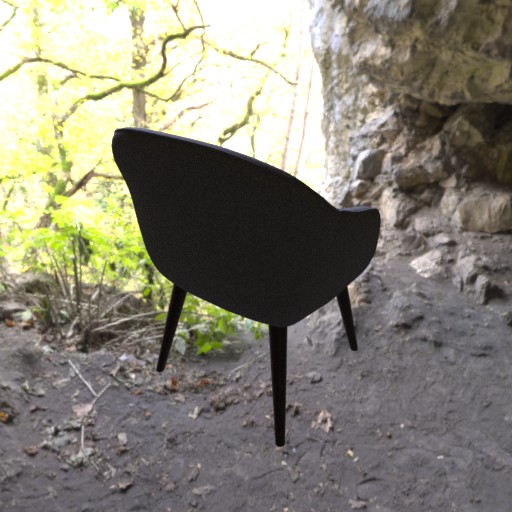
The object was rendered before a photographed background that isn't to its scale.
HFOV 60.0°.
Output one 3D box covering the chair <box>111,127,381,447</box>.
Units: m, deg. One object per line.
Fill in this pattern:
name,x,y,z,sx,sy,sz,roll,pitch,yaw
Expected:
chair,0.000,0.000,1.246,0.589,0.810,0.611,20,36,31
